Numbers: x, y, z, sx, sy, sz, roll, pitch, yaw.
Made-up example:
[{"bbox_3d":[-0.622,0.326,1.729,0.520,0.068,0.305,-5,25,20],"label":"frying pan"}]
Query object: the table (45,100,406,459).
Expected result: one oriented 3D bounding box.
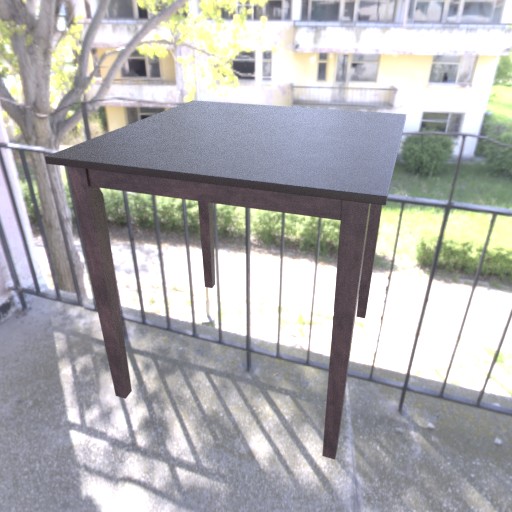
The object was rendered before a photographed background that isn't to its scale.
[{"bbox_3d":[0.000,0.000,1.387,0.749,0.770,0.749,10,30,17],"label":"table"}]
